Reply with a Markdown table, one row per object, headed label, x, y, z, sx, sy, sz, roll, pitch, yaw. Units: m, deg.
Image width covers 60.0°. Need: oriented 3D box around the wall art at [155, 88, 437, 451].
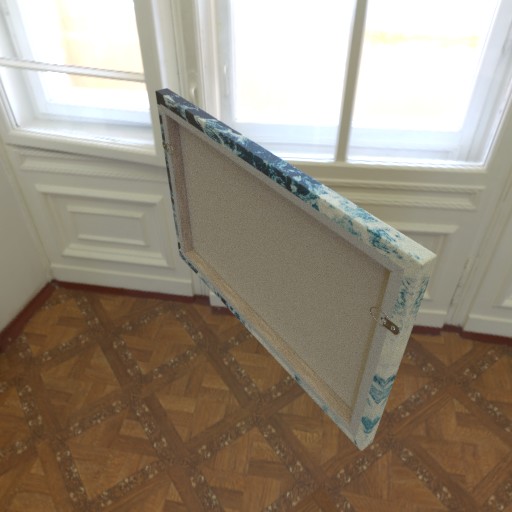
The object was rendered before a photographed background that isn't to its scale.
| label | x | y | z | sx | sy | sz | roll | pitch | yaw |
| --- | --- | --- | --- | --- | --- | --- | --- | --- | --- |
| wall art | 0.000 | 0.000 | 1.169 | 0.042 | 0.610 | 0.915 | -25 | 47 | -27 |
